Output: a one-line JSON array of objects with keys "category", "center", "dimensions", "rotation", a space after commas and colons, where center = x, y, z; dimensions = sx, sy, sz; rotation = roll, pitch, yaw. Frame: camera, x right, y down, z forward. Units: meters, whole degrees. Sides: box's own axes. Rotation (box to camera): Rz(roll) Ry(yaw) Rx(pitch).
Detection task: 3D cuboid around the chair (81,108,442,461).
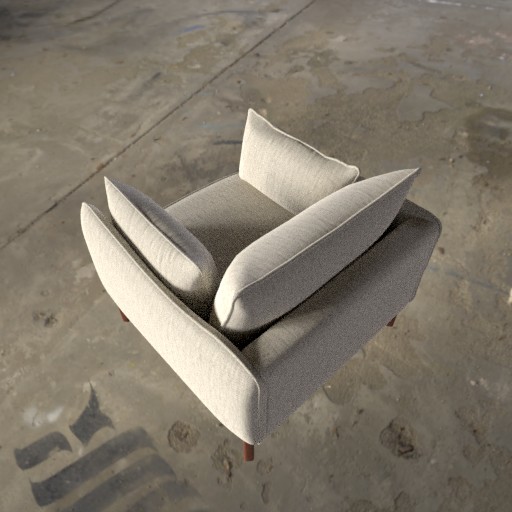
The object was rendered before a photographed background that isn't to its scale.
[{"category": "chair", "center": [0.000, 0.000, 1.747], "dimensions": [0.994, 0.855, 0.991], "rotation": [-34, 55, -28]}]
